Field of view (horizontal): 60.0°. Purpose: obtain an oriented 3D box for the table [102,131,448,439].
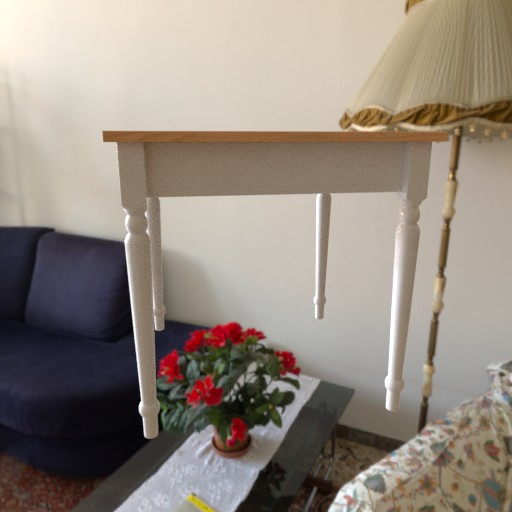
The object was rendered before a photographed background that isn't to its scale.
[{"bbox_3d":[0.000,0.000,1.383,0.747,0.738,0.747,-3,15,-10],"label":"table"}]
